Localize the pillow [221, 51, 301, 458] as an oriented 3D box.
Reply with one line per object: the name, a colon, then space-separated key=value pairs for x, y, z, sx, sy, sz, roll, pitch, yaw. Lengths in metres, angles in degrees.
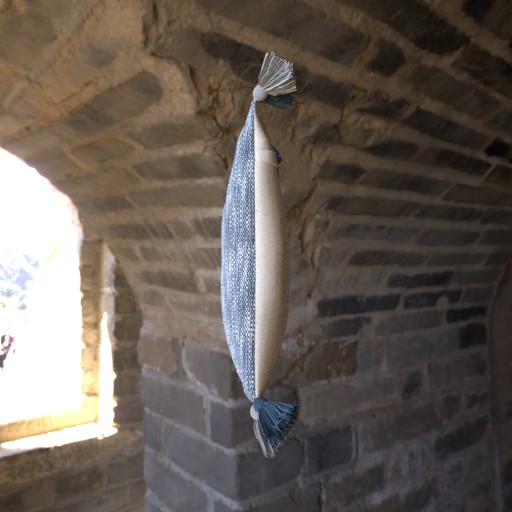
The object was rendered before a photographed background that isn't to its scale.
pillow: x=0.000 y=0.000 z=0.935 sx=0.138 sy=0.634 sz=0.614 roll=0 pitch=-2 yaw=0
